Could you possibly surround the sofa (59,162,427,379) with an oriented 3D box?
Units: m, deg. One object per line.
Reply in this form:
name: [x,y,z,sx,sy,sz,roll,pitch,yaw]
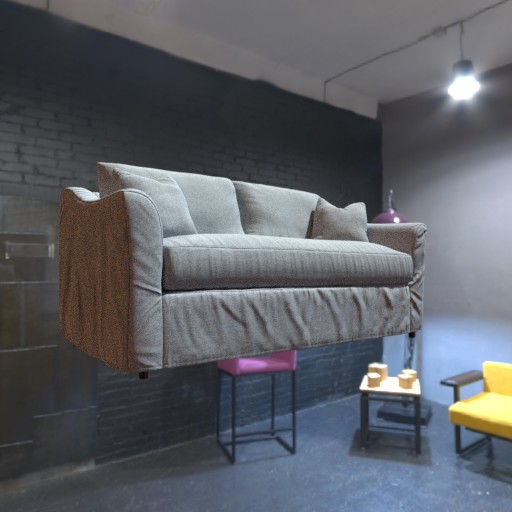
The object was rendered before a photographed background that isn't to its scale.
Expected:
sofa: [0.000,0.000,2.660,2.010,1.018,1.072,1,-2,-36]
